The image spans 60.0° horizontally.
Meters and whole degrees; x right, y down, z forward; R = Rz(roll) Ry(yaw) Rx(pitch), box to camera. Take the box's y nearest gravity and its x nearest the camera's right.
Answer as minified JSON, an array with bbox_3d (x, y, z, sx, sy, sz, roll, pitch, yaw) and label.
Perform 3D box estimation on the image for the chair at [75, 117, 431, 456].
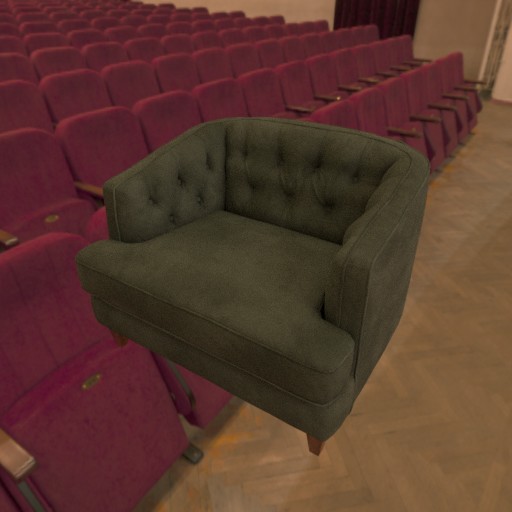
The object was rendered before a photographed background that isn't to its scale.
[{"bbox_3d":[0.000,0.000,1.747,1.104,0.852,0.941,19,36,28],"label":"chair"}]
